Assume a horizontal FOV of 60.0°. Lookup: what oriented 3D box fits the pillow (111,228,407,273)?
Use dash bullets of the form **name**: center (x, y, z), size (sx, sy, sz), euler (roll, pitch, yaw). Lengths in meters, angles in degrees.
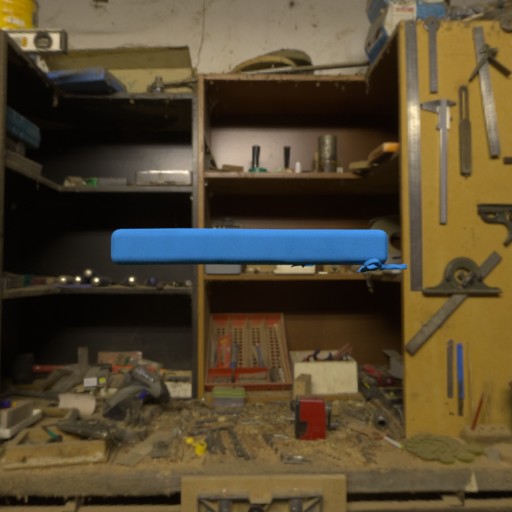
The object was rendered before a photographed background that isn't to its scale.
- **pillow**: center (0.000, 0.000, 1.286), size (0.492, 0.081, 1.187), euler (0, -1, -1)
